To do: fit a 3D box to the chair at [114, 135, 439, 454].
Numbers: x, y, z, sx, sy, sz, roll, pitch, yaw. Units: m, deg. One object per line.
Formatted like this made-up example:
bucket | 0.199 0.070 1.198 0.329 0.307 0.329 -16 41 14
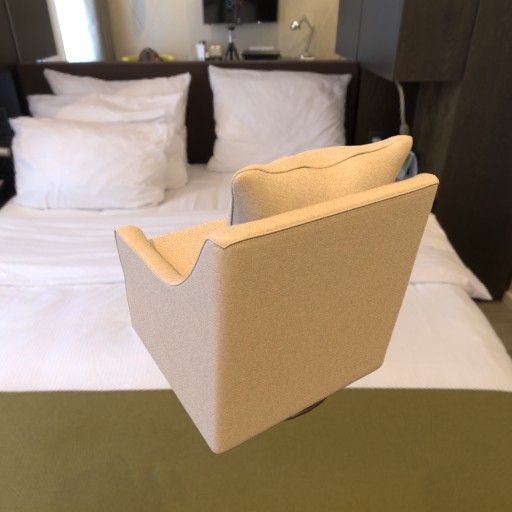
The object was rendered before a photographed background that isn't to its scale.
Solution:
chair | 0.000 0.000 1.593 0.760 0.942 0.876 -18 34 -28
